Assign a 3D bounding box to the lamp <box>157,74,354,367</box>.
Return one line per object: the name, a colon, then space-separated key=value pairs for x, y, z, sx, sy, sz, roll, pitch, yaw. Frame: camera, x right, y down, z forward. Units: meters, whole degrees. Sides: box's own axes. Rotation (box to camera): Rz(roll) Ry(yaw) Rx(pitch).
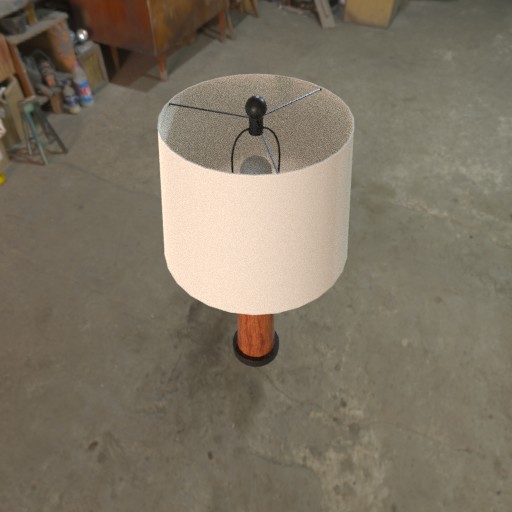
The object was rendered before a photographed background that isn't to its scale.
lamp: x=0.000 y=0.000 z=0.881 sx=0.349 sy=0.667 sz=0.349 roll=0 pitch=46 yaw=0
